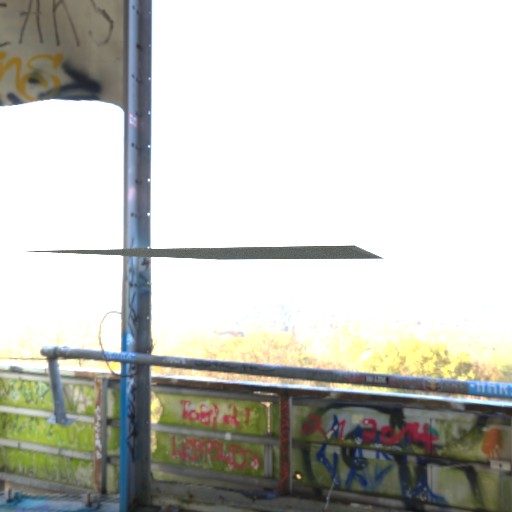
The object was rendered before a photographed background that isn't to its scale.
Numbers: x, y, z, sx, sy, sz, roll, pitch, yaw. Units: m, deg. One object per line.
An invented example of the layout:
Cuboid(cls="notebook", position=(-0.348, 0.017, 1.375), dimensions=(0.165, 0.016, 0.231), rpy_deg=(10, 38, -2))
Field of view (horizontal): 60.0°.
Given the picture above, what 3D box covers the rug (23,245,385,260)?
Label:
Cuboid(cls="rug", position=(0.000, 0.000, 2.325), dimensions=(1.221, 0.006, 1.827), rpy_deg=(-1, -2, 19))
